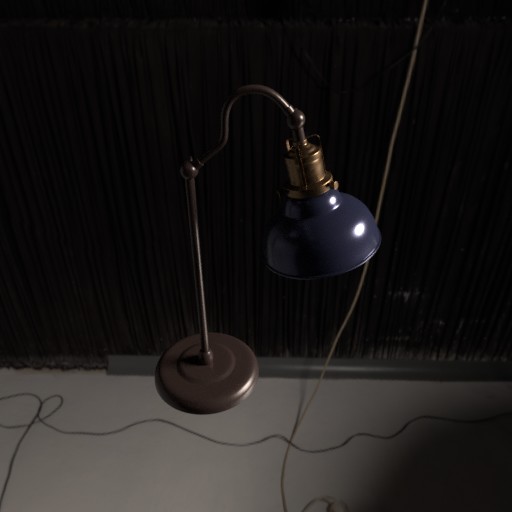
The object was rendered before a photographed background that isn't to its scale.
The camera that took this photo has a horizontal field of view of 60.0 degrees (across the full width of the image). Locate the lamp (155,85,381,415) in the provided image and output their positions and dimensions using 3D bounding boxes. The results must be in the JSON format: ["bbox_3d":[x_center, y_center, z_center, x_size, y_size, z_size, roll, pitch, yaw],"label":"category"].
[{"bbox_3d":[0.000,0.000,0.694,0.374,0.508,0.192,0,31,0],"label":"lamp"}]
